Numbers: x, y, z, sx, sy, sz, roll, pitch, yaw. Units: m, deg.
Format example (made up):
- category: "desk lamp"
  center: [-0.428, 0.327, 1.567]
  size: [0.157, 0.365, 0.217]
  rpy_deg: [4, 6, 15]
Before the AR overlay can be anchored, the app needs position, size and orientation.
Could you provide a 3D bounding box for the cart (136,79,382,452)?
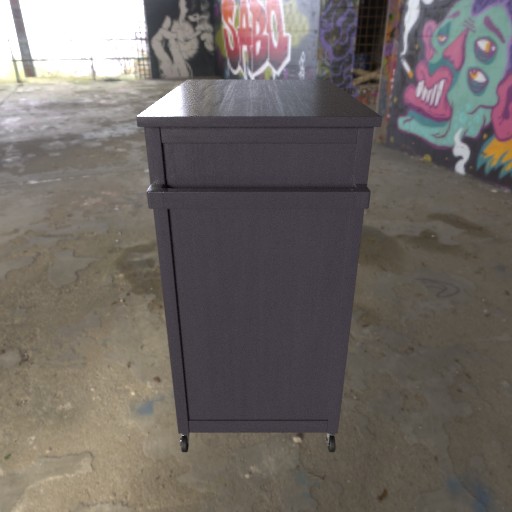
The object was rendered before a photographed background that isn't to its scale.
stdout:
- category: "cart"
  center: [0.000, 0.000, 1.268]
  size: [0.449, 0.878, 0.690]
  rpy_deg: [0, 27, 0]
